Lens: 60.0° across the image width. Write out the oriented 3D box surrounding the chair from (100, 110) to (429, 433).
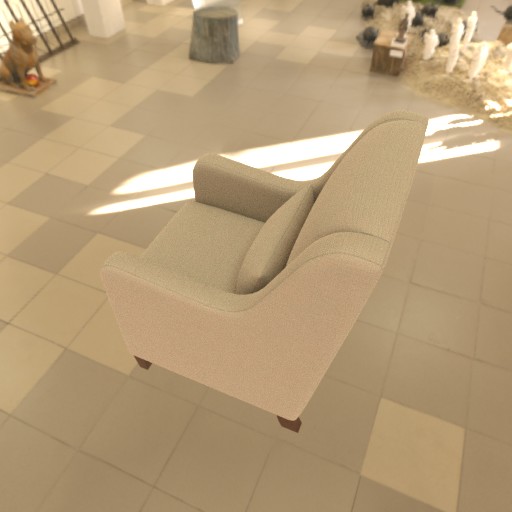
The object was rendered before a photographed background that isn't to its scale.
[{"bbox_3d":[0.000,0.000,1.619,0.896,1.017,0.715,17,48,16],"label":"chair"}]
